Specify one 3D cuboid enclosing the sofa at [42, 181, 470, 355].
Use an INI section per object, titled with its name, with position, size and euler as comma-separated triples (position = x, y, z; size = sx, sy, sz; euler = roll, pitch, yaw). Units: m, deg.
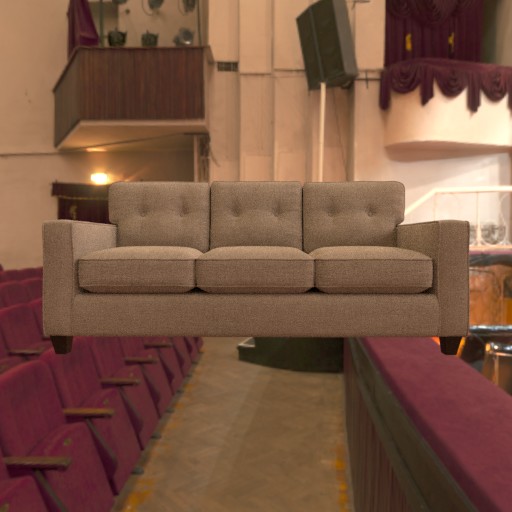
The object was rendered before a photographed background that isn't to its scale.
[sofa]
position = 0.000, 0.000, 2.616
size = 2.133, 0.965, 0.939
euler = 0, 2, 1
